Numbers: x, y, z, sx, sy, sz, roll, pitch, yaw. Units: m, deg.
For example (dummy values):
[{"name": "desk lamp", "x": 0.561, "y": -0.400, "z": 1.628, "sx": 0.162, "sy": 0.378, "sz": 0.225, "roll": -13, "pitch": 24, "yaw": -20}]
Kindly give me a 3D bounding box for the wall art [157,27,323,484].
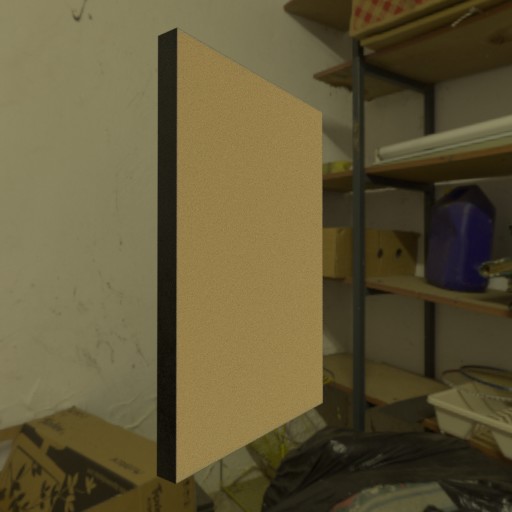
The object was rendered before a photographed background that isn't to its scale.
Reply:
[{"name": "wall art", "x": 0.000, "y": 0.000, "z": 0.579, "sx": 0.031, "sy": 0.457, "sz": 0.313, "roll": -1, "pitch": -1, "yaw": 36}]
